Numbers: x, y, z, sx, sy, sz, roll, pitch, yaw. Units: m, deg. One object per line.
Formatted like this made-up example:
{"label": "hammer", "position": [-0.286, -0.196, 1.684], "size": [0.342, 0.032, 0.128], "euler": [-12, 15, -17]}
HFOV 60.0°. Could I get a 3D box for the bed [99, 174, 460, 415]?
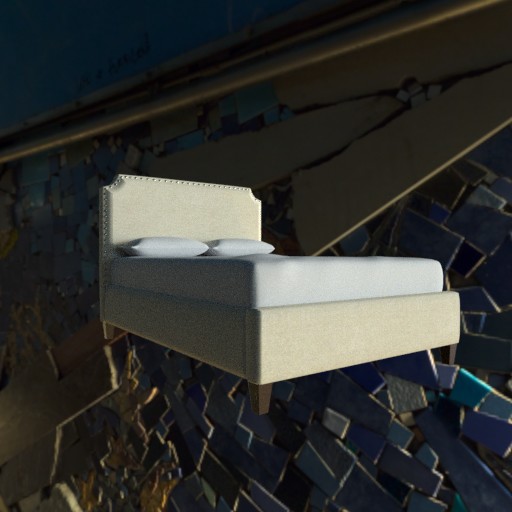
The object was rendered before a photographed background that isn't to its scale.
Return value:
{"label": "bed", "position": [0.000, 0.000, 3.450], "size": [1.713, 1.457, 2.381], "euler": [0, 0, -36]}
